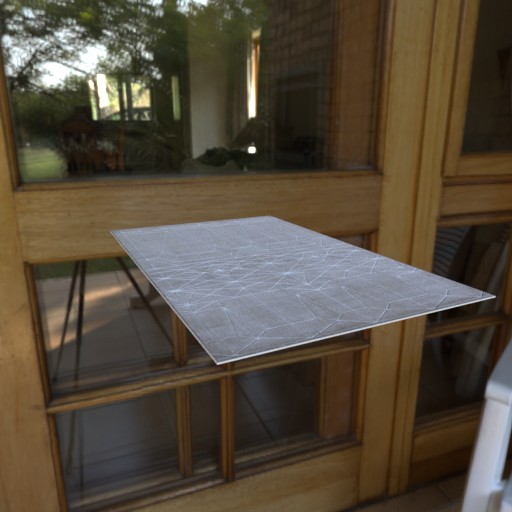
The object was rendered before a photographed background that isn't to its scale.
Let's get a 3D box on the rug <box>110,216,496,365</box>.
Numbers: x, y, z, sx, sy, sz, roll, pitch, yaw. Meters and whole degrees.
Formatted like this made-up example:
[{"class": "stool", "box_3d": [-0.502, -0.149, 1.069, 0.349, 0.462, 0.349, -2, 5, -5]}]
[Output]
[{"class": "rug", "box_3d": [0.000, 0.000, 2.989, 1.524, 0.012, 2.438, -8, 18, -25]}]
